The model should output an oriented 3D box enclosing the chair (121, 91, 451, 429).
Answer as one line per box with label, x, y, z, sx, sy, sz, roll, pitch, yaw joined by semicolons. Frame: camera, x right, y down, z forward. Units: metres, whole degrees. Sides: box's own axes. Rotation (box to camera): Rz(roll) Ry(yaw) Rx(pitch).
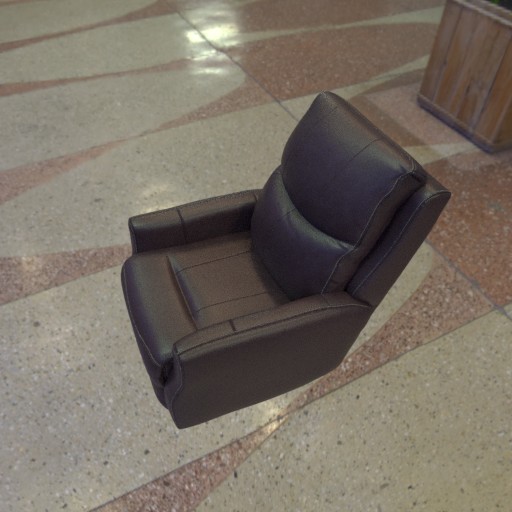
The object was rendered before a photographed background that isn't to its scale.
chair;0.000;0.000;1.789;1.080;1.030;0.829;-17;49;-16
